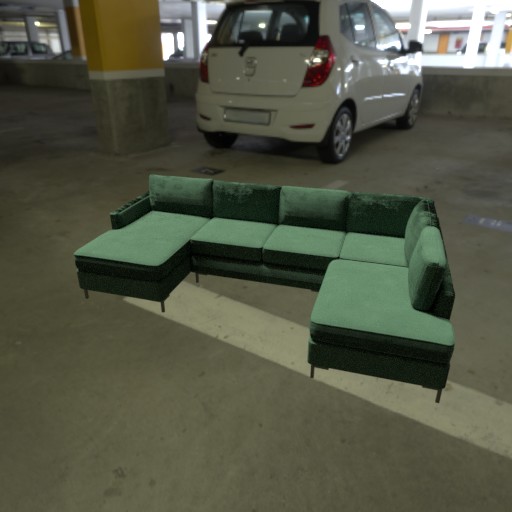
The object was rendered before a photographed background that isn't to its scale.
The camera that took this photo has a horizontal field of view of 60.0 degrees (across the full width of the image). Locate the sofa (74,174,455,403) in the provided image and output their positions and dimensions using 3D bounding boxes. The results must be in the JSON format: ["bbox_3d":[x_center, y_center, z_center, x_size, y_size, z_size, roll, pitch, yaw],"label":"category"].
[{"bbox_3d":[0.000,0.000,4.306,3.434,0.992,2.055,7,26,15],"label":"sofa"}]
